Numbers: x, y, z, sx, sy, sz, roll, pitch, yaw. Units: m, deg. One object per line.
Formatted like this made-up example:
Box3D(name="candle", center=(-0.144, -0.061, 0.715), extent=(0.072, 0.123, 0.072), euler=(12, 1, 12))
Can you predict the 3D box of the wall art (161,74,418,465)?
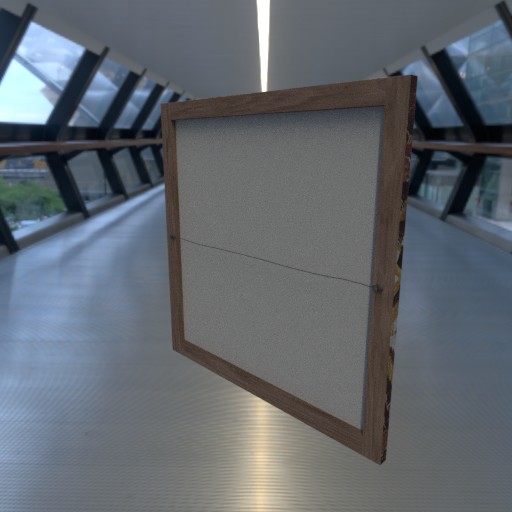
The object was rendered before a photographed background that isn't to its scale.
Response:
Box3D(name="wall art", center=(0.000, 0.000, 1.099), extent=(0.028, 0.762, 0.757), euler=(-13, 19, -43))
